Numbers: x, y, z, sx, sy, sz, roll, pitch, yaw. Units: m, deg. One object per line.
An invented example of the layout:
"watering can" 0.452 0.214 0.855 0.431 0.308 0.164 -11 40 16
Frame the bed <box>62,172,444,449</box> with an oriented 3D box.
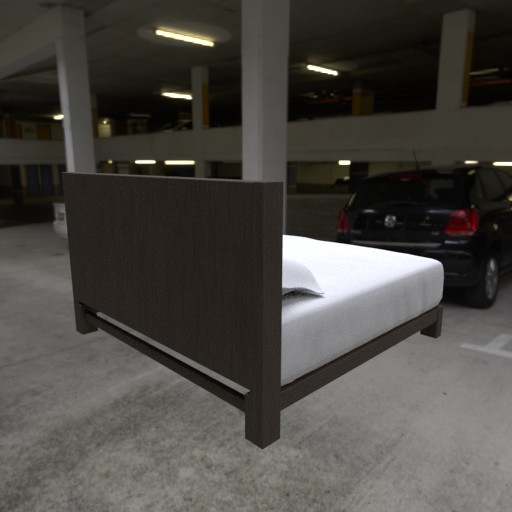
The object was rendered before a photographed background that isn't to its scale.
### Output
"bed" 0.000 0.000 3.426 2.012 1.270 2.134 -12 17 -43
